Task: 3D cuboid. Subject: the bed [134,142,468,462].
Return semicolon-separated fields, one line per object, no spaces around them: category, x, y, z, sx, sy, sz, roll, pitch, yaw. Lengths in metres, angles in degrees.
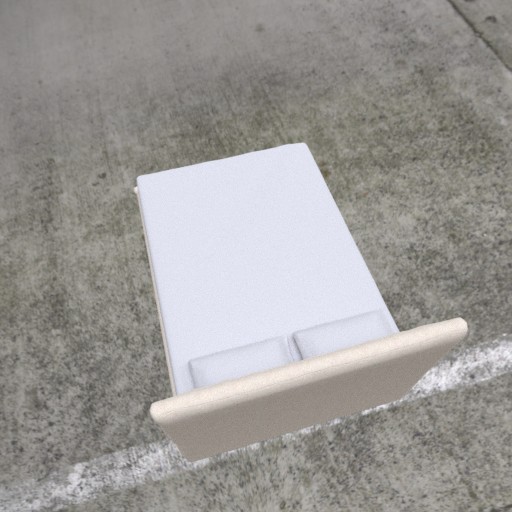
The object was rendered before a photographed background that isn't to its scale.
bed;0.000;0.000;3.390;1.698;1.427;2.387;-13;59;-8
